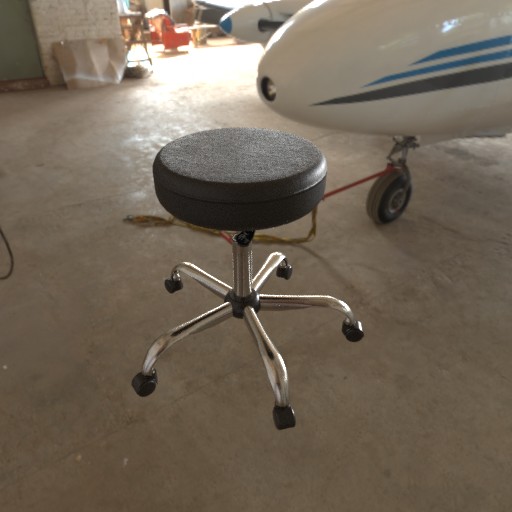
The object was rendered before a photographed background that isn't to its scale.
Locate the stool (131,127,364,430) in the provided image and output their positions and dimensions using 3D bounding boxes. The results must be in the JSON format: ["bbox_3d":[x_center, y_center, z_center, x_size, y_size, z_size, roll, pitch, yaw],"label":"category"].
[{"bbox_3d":[0.000,0.000,1.177,0.638,0.576,0.673,1,33,2],"label":"stool"}]
